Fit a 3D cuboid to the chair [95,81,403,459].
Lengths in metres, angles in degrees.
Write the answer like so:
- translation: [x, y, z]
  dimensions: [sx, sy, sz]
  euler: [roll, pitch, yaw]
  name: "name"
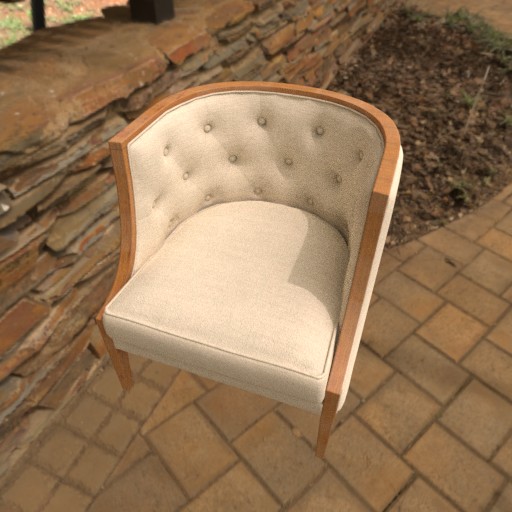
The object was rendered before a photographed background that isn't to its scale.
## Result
- translation: [0.000, 0.000, 1.352]
  dimensions: [0.711, 0.775, 0.757]
  euler: [14, 44, 14]
  name: "chair"
